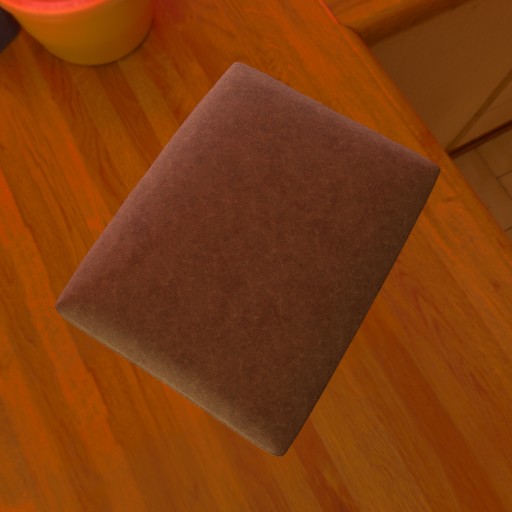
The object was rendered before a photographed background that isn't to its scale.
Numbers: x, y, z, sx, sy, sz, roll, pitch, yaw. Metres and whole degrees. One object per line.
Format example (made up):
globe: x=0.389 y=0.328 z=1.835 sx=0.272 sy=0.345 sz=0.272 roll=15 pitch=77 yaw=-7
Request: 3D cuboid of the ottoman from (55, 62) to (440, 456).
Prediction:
ottoman: x=0.000 y=0.000 z=1.147 sx=0.584 sy=0.513 sz=0.741 roll=31 pitch=77 yaw=8
